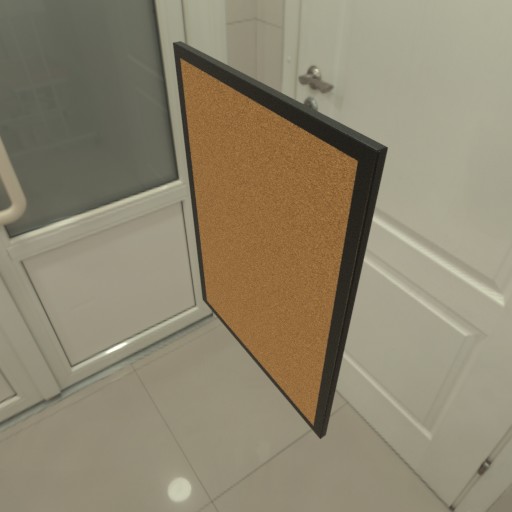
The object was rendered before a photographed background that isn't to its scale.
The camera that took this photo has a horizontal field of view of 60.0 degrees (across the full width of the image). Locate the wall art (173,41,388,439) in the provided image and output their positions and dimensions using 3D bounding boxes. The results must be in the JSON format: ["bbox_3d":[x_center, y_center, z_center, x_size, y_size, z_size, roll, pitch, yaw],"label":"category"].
[{"bbox_3d":[0.000,0.000,0.849,0.016,0.657,0.480,-25,47,-26],"label":"wall art"}]
